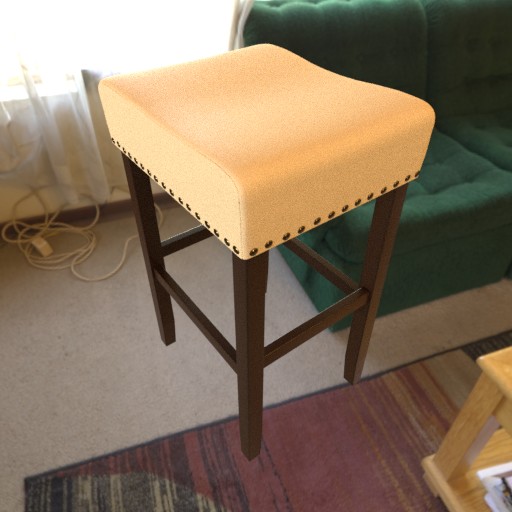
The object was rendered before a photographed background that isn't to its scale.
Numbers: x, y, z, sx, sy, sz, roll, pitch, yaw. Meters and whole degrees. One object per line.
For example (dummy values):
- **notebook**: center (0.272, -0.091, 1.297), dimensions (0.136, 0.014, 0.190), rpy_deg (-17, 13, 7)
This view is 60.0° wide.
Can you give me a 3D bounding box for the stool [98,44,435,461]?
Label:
- **stool**: center (0.000, 0.000, 1.008), dimensions (0.401, 0.762, 0.471), rpy_deg (-26, 47, -27)
